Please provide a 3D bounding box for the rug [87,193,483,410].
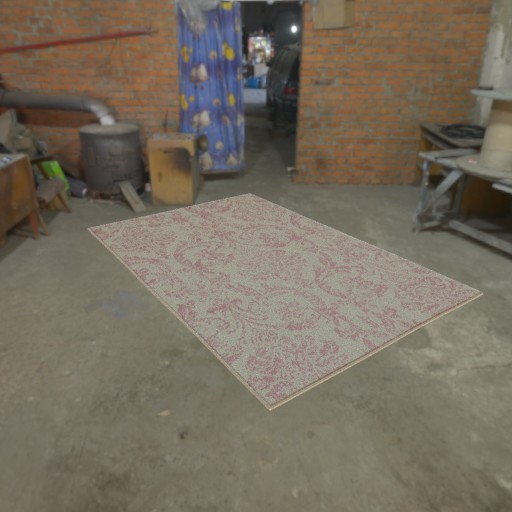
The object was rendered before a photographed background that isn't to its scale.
[{"bbox_3d":[0.000,0.000,2.357,1.219,0.012,1.839,-17,30,-32],"label":"rug"}]
